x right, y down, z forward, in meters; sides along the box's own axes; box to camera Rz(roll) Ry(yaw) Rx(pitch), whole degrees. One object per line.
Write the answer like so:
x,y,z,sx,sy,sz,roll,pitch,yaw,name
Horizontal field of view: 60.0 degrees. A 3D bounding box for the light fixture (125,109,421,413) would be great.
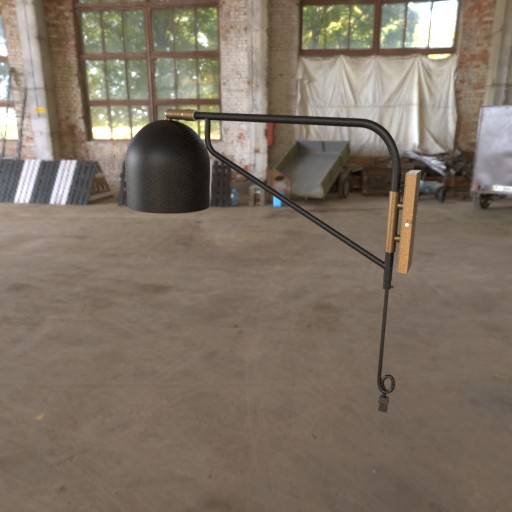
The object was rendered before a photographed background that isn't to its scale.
0.000,0.000,1.092,0.720,0.696,0.215,8,18,25,light fixture
